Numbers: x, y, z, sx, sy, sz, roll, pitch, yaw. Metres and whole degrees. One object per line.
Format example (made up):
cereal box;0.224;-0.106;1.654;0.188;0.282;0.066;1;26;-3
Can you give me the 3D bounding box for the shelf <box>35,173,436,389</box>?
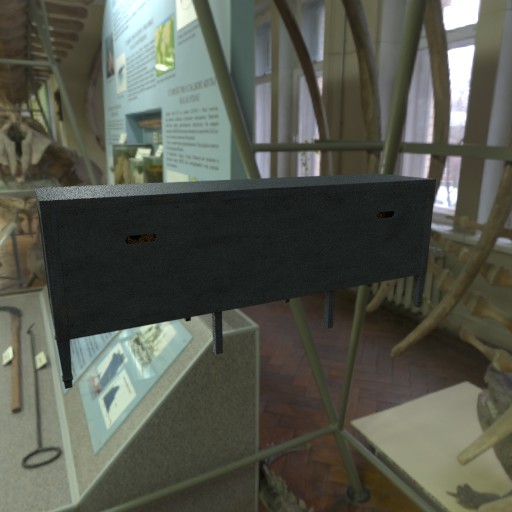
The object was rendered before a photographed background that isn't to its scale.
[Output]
shelf;0.000;0.000;2.193;1.878;0.715;0.471;-7;16;-26
